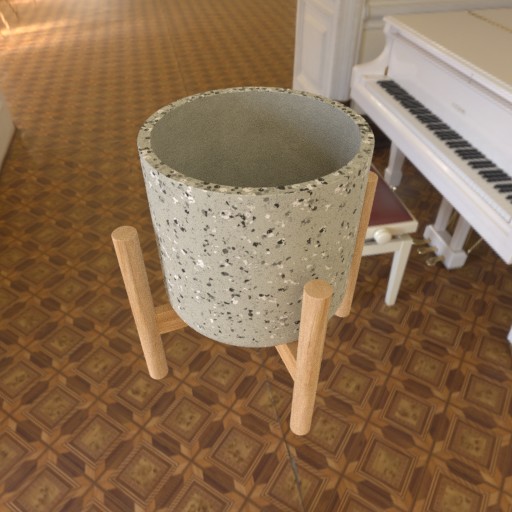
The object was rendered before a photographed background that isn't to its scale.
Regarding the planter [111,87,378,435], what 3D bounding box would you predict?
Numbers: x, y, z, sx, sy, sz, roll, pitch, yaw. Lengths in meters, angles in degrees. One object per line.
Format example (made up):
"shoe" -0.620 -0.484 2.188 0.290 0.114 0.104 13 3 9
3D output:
"planter" 0.000 0.000 0.529 0.284 0.320 0.284 0 42 0
